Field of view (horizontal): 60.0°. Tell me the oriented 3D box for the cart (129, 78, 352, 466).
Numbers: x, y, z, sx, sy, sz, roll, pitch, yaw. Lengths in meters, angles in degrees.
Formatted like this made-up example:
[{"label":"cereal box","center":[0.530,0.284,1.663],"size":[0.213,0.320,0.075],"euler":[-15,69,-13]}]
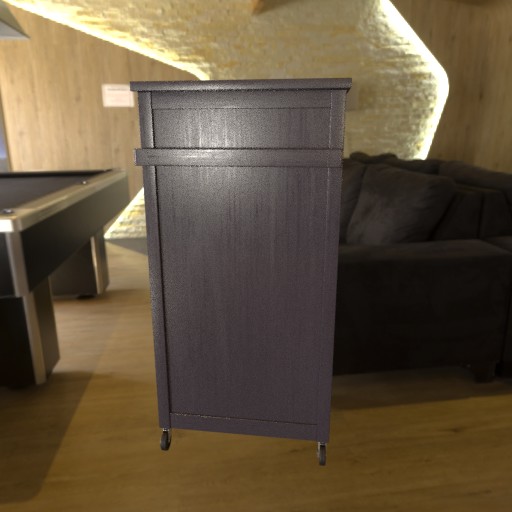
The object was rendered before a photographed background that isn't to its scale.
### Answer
[{"label":"cart","center":[0.000,0.000,1.277],"size":[0.449,0.878,0.690],"euler":[2,15,7]}]
